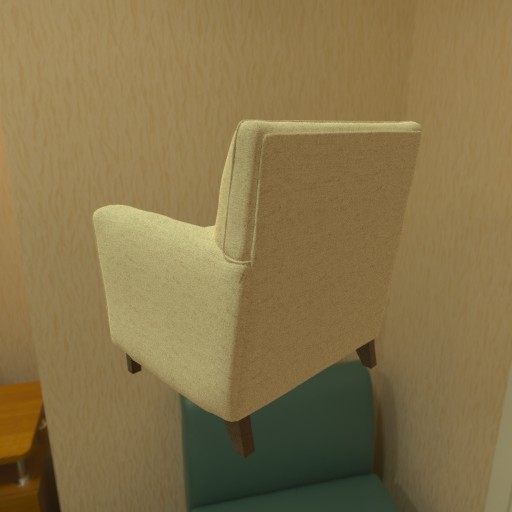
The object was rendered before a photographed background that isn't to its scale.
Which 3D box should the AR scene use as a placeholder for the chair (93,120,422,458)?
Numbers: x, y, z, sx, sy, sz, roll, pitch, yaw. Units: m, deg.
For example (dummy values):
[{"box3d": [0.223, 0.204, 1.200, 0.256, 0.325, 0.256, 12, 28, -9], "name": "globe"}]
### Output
[{"box3d": [0.000, 0.000, 1.620, 0.823, 0.943, 0.870, 16, 23, 43], "name": "chair"}]
